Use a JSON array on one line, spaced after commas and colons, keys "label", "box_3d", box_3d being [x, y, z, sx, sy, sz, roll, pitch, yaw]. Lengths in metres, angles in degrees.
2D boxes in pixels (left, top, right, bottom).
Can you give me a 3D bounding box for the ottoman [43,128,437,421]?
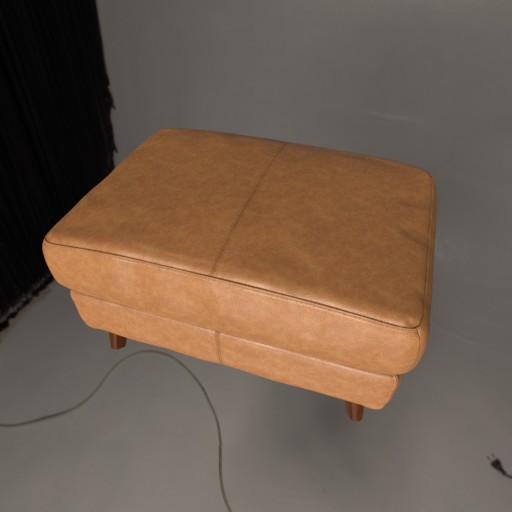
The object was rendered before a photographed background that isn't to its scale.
[{"label": "ottoman", "box_3d": [0.000, 0.000, 1.207, 0.869, 0.461, 0.630, 13, 43, 14]}]
